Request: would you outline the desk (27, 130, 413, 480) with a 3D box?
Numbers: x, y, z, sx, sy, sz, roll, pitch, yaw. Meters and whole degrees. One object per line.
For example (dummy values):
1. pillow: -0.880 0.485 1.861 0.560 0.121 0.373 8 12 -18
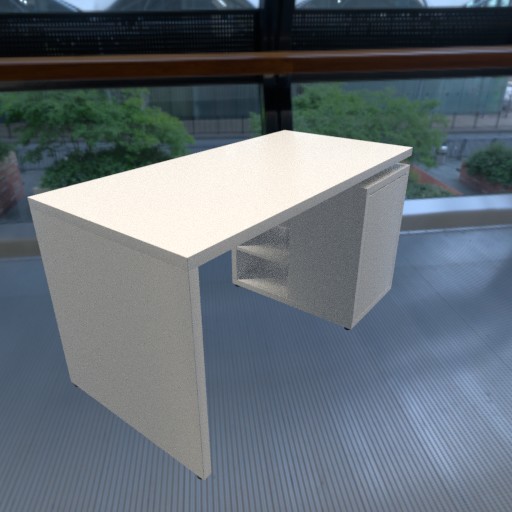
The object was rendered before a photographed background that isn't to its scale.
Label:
1. desk: 0.000 0.000 1.829 0.690 0.740 1.400 19 32 33
